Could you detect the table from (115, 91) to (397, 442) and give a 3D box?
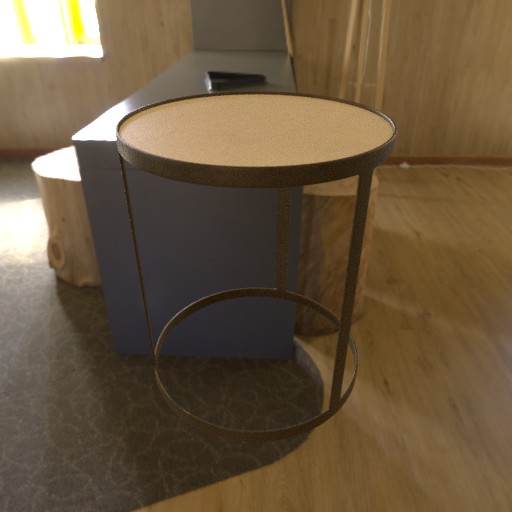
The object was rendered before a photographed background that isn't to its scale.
[{"bbox_3d":[0.000,0.000,0.928,0.480,0.565,0.480,0,32,0],"label":"table"}]
